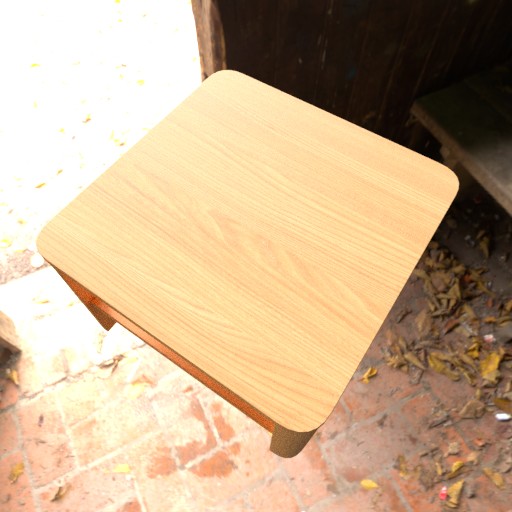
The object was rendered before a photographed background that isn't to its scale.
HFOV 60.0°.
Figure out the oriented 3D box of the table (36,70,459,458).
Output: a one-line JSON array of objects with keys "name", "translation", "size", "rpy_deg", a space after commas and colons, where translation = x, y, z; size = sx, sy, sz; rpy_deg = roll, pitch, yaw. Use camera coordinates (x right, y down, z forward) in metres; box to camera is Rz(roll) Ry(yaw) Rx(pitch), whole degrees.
[{"name": "table", "translation": [0.000, 0.000, 1.237], "size": [0.750, 0.450, 0.750], "rpy_deg": [31, 64, 16]}]
